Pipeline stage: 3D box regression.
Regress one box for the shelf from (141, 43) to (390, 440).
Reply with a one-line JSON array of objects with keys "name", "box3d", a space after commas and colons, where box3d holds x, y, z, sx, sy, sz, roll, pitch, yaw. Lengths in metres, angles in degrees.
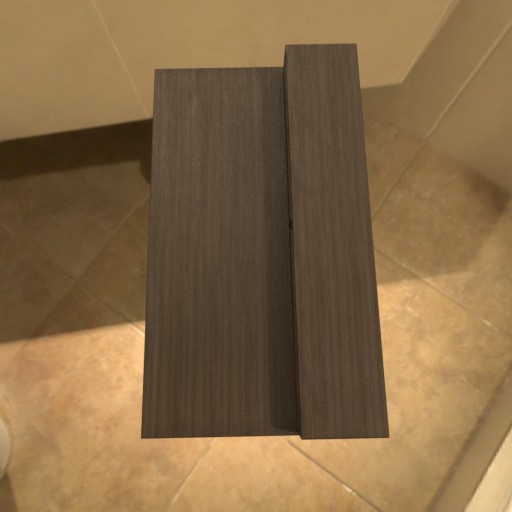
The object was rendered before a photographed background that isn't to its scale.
[{"name": "shelf", "box3d": [0.000, 0.000, 1.715, 0.685, 0.865, 1.212, -1, 77, 0]}]
